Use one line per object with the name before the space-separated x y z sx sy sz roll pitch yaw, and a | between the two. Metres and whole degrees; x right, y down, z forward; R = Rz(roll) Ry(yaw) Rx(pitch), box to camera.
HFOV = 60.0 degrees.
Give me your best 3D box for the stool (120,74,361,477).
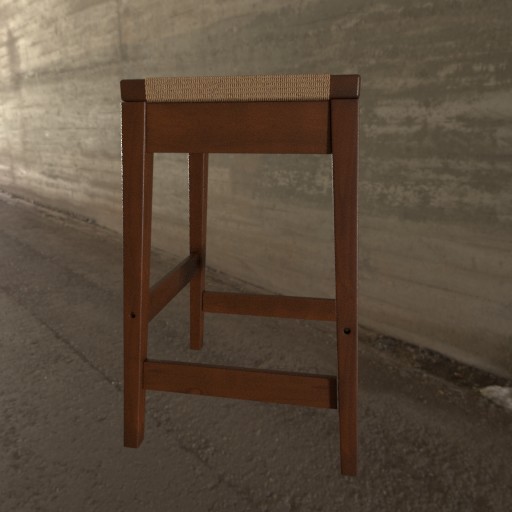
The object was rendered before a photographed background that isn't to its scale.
stool | 0.000 0.000 1.068 0.507 0.762 0.497 3 16 10
